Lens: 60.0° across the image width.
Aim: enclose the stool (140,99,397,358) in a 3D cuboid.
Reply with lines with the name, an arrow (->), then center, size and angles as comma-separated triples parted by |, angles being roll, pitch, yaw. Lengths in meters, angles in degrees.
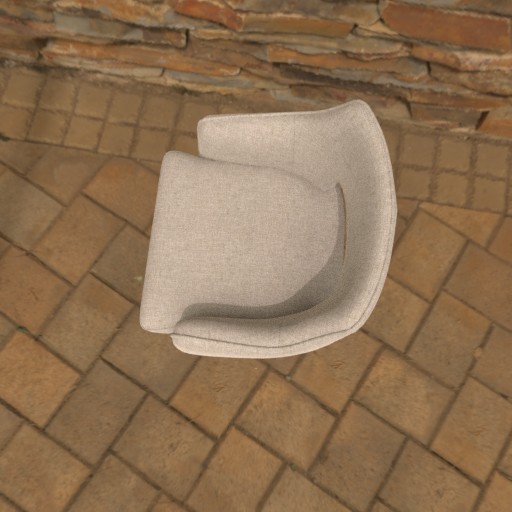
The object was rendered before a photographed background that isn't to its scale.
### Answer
stool -> 0.000, 0.000, 1.301 | 0.558, 0.944, 0.599 | 5, 76, 1
